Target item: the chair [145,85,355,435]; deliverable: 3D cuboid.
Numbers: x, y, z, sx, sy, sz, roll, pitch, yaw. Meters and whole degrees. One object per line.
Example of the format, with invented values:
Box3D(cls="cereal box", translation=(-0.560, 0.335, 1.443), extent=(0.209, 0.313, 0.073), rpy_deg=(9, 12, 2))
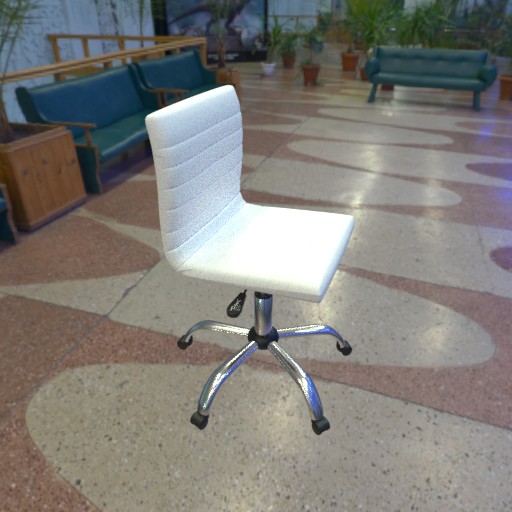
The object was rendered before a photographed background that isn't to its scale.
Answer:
Box3D(cls="chair", translation=(0.000, 0.000, 1.160), extent=(0.530, 0.780, 0.556), rpy_deg=(11, 32, 18))
